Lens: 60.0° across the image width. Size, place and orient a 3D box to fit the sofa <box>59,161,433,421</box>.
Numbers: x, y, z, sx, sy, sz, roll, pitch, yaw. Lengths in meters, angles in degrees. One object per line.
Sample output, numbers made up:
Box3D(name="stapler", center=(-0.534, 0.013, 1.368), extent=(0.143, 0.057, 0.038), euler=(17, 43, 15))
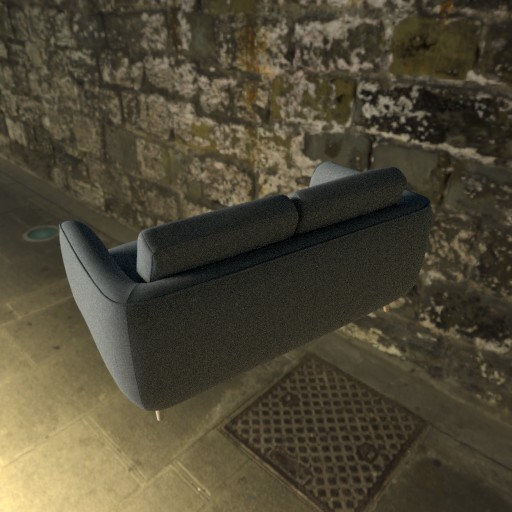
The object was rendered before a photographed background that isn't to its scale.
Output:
Box3D(name="sofa", center=(0.000, 0.000, 2.232), extent=(1.700, 0.870, 0.920), euler=(-18, 34, -29))
